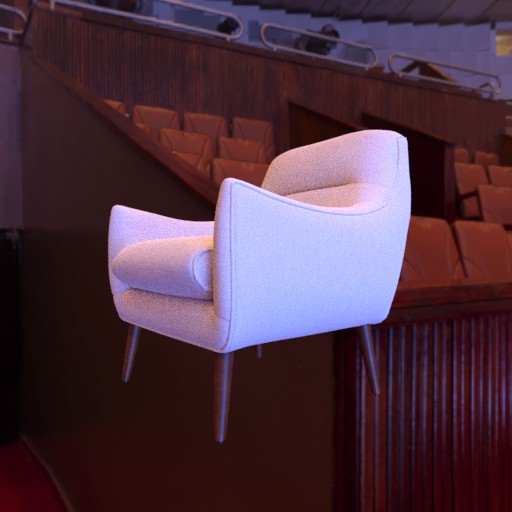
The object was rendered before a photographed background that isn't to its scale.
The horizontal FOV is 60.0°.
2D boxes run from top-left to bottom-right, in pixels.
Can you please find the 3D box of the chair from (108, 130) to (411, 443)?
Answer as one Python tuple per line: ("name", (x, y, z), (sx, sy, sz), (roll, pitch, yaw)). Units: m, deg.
("chair", (0.000, 0.000, 1.437), (0.787, 0.838, 0.762), (0, 1, -37))
